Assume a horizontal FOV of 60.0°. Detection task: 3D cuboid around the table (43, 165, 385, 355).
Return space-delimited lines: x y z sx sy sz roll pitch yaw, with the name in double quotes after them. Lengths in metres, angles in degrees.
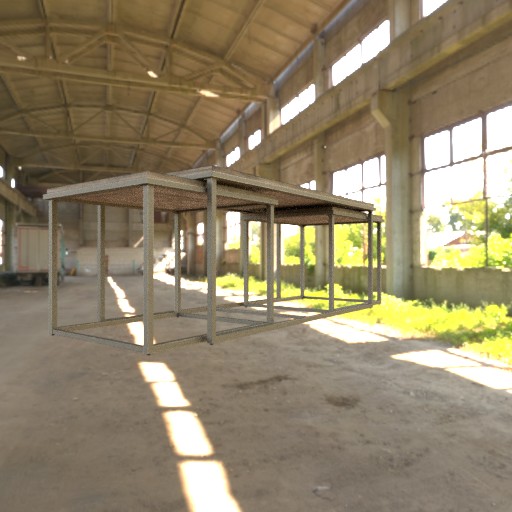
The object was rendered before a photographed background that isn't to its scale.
0.000 0.000 1.574 0.489 0.427 1.312 0 0 37 "table"
